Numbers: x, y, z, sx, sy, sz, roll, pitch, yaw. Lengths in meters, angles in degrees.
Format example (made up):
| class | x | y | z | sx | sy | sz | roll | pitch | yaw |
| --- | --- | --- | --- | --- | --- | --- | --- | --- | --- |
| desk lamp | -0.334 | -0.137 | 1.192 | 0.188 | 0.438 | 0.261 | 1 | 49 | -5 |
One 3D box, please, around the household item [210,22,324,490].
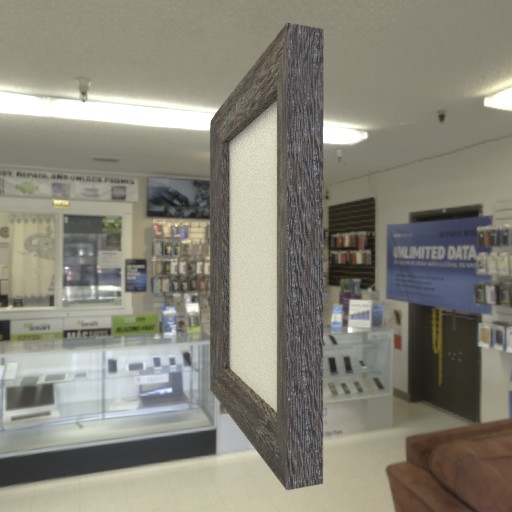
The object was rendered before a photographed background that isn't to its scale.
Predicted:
| class | x | y | z | sx | sy | sz | roll | pitch | yaw |
| --- | --- | --- | --- | --- | --- | --- | --- | --- | --- |
| household item | 0.000 | 0.000 | 0.237 | 0.020 | 0.180 | 0.133 | 0 | 0 | -19 |
